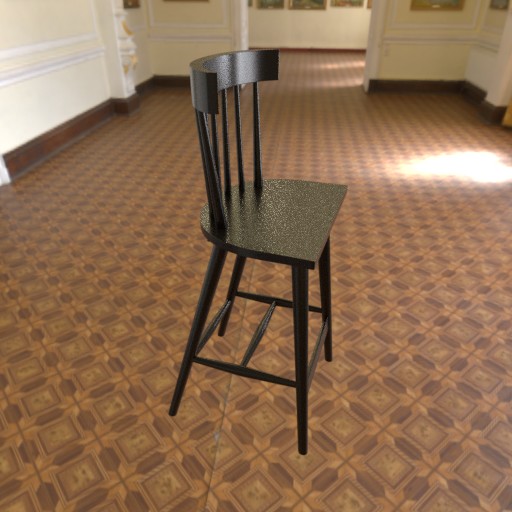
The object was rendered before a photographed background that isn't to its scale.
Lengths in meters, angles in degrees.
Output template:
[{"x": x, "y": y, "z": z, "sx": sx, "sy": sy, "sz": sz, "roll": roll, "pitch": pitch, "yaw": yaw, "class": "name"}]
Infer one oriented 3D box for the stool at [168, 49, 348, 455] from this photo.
[{"x": 0.000, "y": 0.000, "z": 1.335, "sx": 0.483, "sy": 1.092, "sz": 0.482, "roll": 10, "pitch": 32, "yaw": 16, "class": "stool"}]
